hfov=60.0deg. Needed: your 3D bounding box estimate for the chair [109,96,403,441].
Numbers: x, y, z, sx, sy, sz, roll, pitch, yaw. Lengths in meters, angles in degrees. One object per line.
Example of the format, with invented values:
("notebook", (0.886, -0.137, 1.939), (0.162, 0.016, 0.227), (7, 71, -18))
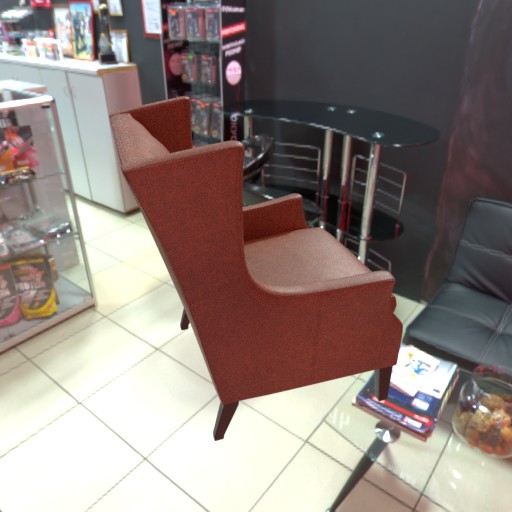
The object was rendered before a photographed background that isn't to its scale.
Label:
("chair", (0.000, 0.000, 1.716), (0.913, 1.088, 0.815), (-9, 31, -16))
